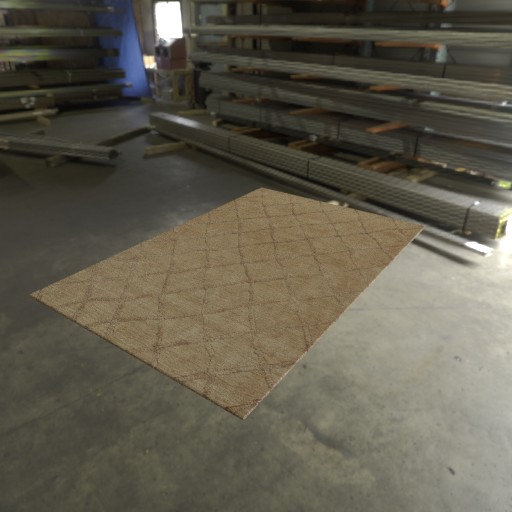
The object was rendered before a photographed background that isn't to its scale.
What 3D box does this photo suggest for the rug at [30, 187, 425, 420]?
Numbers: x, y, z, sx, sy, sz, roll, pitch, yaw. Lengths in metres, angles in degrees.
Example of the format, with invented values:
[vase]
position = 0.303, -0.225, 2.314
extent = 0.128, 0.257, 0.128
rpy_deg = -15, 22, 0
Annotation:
[rug]
position = 0.000, 0.000, 2.950
extent = 1.528, 0.014, 2.292
rpy_deg = 18, 33, 31
